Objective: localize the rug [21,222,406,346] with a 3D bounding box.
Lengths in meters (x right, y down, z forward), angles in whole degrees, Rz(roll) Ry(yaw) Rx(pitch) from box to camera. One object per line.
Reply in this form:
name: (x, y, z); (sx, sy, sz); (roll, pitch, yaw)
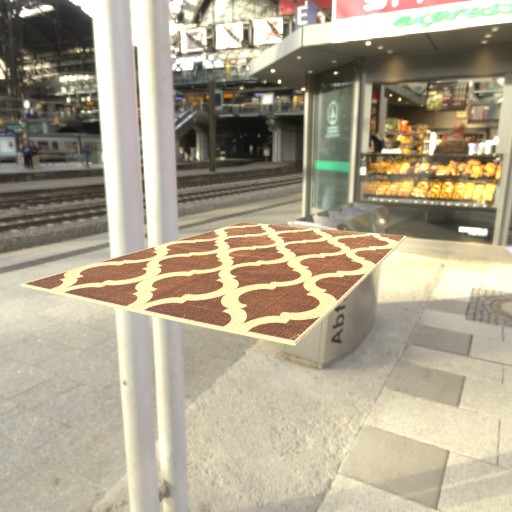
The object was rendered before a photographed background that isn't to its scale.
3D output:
rug: (0.000, 0.000, 2.888); (1.526, 0.014, 2.290); (7, 15, 27)
